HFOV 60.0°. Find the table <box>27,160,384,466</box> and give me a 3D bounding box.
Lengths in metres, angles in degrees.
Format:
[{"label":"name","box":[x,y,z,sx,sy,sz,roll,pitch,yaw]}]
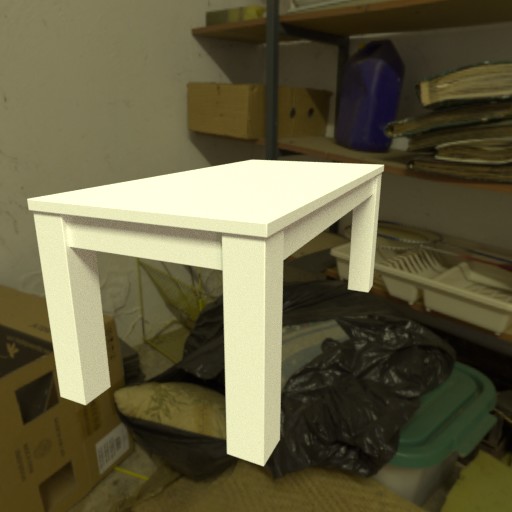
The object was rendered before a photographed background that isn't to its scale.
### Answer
[{"label":"table","box":[0.000,0.000,2.237,0.900,0.790,1.800,8,18,24]}]
